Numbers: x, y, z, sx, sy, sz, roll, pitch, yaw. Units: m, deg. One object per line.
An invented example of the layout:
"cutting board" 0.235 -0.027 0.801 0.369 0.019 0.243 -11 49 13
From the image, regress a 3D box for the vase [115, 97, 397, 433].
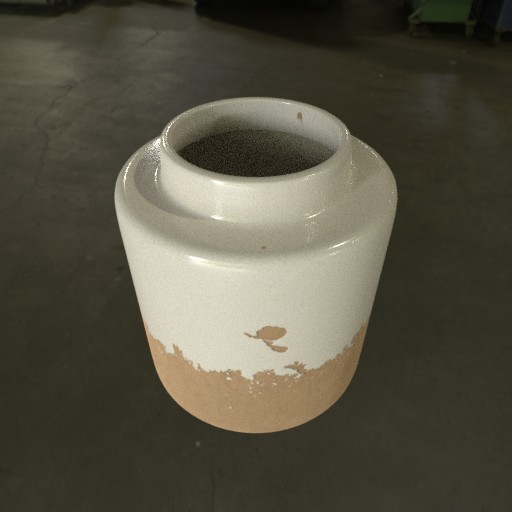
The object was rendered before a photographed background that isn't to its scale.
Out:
"vase" 0.000 0.000 0.281 0.153 0.167 0.153 0 41 0
